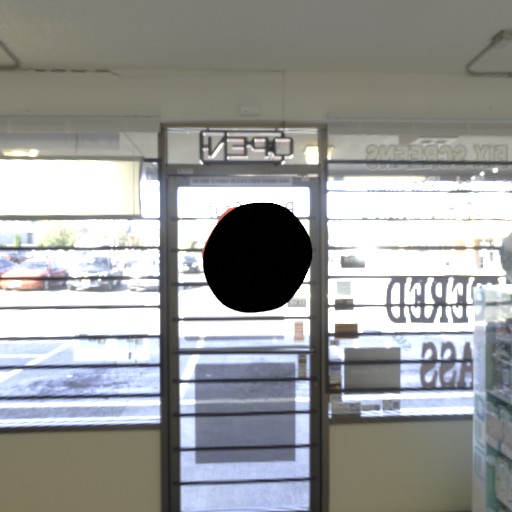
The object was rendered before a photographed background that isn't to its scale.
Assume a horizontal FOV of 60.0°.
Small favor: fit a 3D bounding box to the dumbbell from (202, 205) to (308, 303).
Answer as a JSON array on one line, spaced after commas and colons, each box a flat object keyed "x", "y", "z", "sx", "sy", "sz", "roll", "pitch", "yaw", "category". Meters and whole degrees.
[{"x": 0.000, "y": 0.000, "z": 0.143, "sx": 0.047, "sy": 0.043, "sz": 0.123, "roll": 0, "pitch": 1, "yaw": -1, "category": "dumbbell"}]
